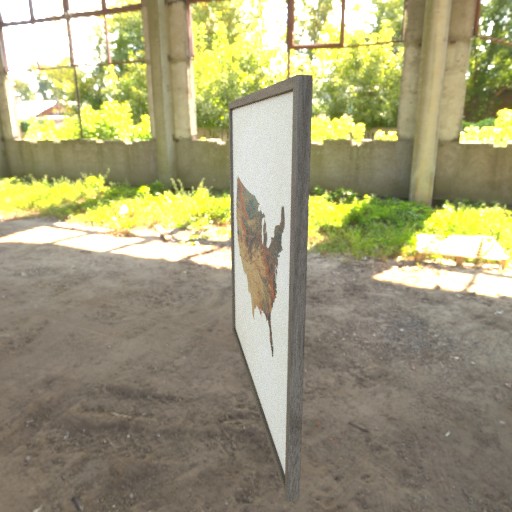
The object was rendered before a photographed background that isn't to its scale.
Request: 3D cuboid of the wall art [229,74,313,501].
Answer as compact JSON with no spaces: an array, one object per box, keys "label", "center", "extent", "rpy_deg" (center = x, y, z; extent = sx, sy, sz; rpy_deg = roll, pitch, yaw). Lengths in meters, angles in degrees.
[{"label":"wall art","center":[0.000,0.000,0.735],"extent":[0.016,0.507,0.508],"rpy_deg":[-3,16,-10]}]
